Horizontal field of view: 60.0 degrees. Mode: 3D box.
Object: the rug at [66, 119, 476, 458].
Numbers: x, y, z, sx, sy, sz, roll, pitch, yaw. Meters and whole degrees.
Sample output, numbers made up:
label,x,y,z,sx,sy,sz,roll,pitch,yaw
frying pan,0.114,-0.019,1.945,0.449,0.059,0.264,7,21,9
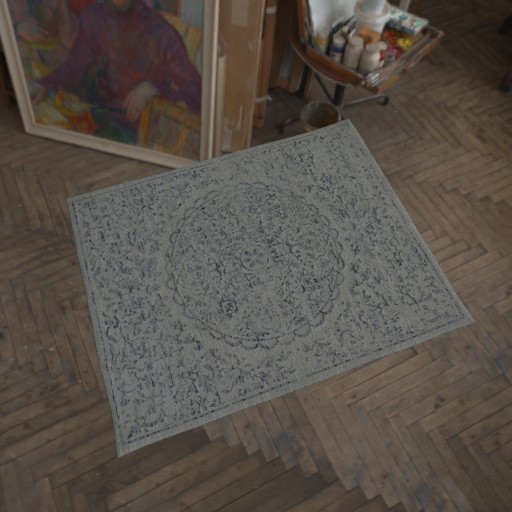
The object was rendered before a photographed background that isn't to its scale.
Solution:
label,x,y,z,sx,sy,sz,roll,pitch,yaw
rug,0.000,0.000,3.849,2.925,0.026,2.343,-18,64,-9
